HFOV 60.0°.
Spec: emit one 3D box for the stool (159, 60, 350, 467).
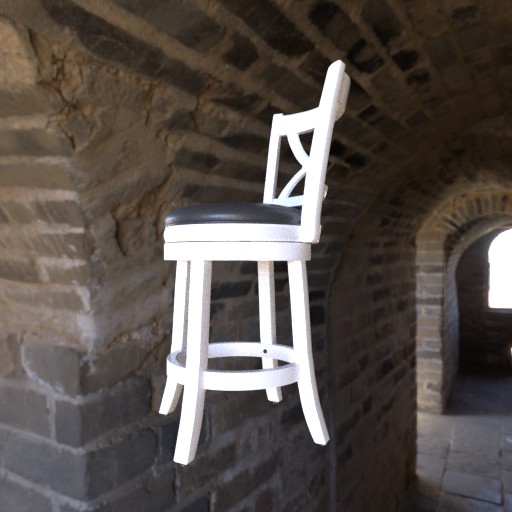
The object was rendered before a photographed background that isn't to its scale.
[{"bbox_3d":[0.000,0.000,1.242,0.508,0.953,0.444,0,0,-18],"label":"stool"}]
